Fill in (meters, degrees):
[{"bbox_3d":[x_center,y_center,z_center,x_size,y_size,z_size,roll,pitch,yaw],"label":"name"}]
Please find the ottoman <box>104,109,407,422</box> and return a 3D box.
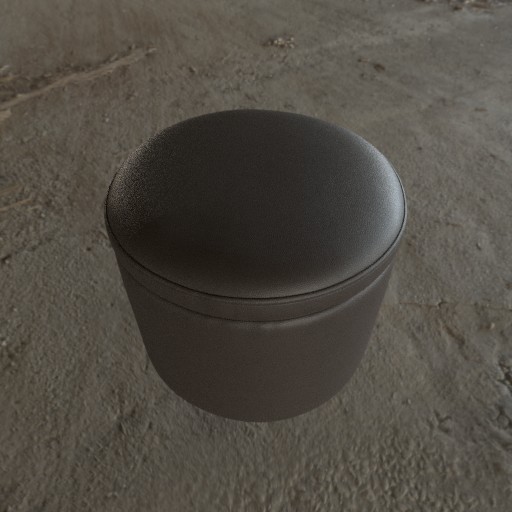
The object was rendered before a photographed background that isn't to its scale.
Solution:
[{"bbox_3d":[0.000,0.000,0.861,0.500,0.409,0.500,0,46,0],"label":"ottoman"}]
